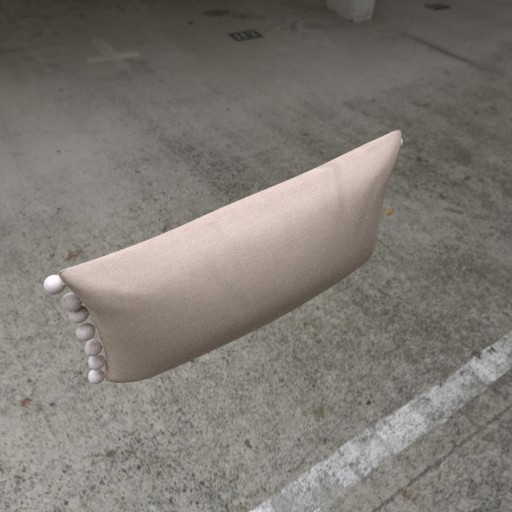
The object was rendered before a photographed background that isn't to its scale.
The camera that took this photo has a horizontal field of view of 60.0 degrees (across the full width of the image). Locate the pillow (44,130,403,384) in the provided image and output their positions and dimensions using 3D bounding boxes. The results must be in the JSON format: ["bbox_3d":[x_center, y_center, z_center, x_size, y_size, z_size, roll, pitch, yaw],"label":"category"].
[{"bbox_3d":[0.000,0.000,0.834,0.709,0.322,0.201,-25,51,-22],"label":"pillow"}]
